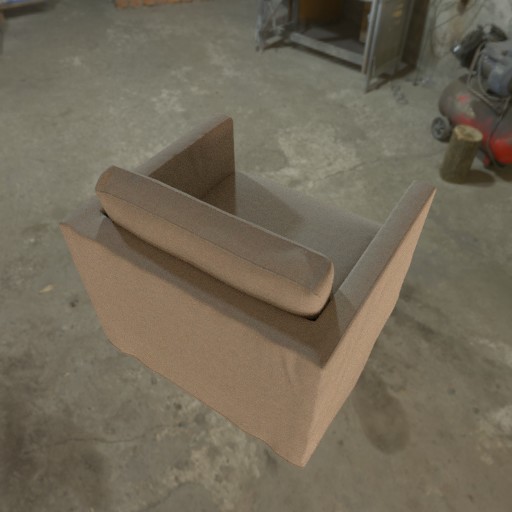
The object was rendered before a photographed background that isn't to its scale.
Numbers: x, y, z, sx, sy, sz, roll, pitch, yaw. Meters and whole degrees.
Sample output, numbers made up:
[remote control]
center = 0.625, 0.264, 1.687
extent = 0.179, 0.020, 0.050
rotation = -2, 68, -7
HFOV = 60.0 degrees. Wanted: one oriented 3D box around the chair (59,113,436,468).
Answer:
[chair]
center = 0.000, 0.000, 1.770
extent = 1.057, 0.863, 0.949
rotation = 25, 51, 23
